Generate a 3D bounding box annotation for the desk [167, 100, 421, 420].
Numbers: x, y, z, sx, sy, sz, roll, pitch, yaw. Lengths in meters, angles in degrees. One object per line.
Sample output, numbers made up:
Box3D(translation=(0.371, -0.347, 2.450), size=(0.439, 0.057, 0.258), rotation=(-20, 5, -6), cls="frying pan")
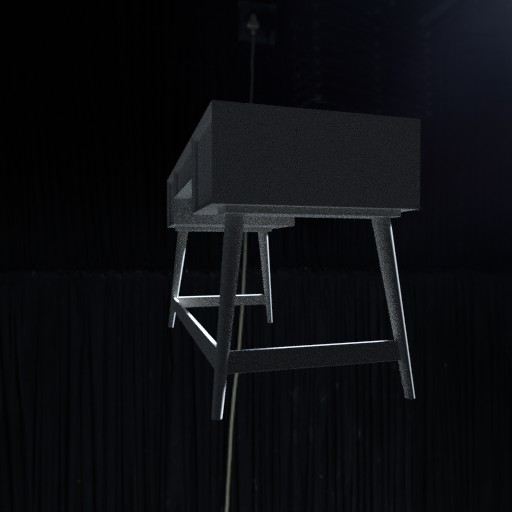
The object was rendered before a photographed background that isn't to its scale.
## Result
Box3D(translation=(0.000, 0.000, 1.761), size=(0.589, 0.762, 1.313), rotation=(0, 1, -16), cls="desk")
